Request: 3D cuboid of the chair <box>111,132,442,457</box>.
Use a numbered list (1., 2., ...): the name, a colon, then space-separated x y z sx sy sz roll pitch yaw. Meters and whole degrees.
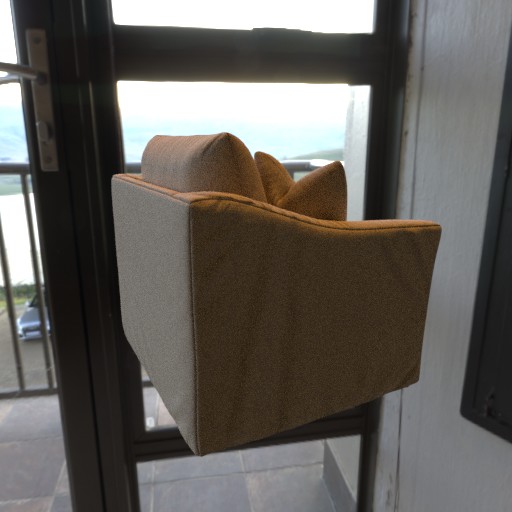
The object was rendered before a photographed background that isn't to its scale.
1. chair: 0.000 0.000 2.060 1.071 1.093 1.194 -7 16 -27
